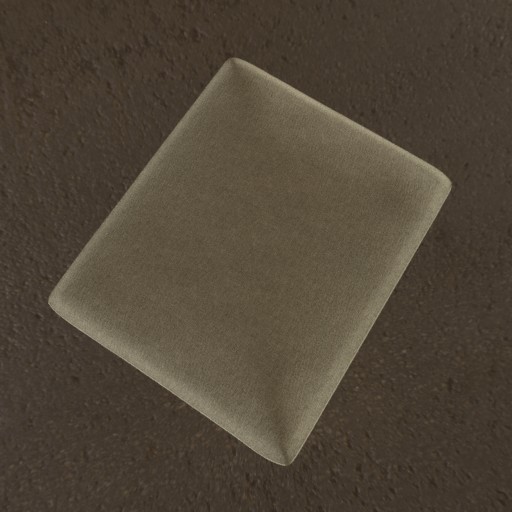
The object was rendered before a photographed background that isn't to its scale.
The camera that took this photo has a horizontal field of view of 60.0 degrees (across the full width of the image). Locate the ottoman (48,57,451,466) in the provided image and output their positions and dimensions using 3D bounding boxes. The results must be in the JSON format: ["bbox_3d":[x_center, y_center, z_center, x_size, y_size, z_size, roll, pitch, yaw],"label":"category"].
[{"bbox_3d":[0.000,0.000,1.254,0.693,0.474,0.821,32,79,7],"label":"ottoman"}]
